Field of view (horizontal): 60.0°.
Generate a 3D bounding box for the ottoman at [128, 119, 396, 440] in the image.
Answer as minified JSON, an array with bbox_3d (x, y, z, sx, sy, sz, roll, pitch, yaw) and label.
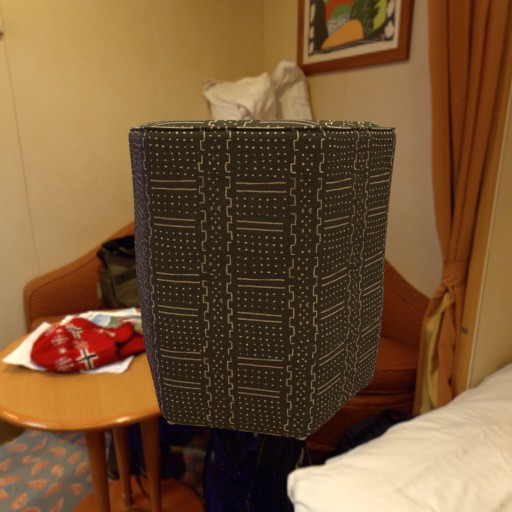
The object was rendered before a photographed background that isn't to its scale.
[{"bbox_3d":[0.000,0.000,0.866,0.494,0.502,0.443,3,16,10],"label":"ottoman"}]
